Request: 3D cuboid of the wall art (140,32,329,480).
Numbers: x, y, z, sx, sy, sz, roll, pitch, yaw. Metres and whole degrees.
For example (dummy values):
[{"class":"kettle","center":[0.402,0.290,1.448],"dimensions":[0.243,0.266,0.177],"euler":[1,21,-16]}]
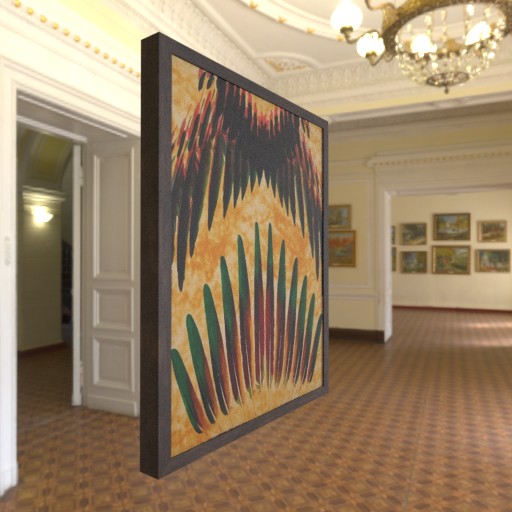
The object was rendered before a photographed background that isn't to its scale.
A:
[{"class":"wall art","center":[0.000,0.000,0.541],"dimensions":[0.027,0.406,0.329],"euler":[0,-1,37]}]
